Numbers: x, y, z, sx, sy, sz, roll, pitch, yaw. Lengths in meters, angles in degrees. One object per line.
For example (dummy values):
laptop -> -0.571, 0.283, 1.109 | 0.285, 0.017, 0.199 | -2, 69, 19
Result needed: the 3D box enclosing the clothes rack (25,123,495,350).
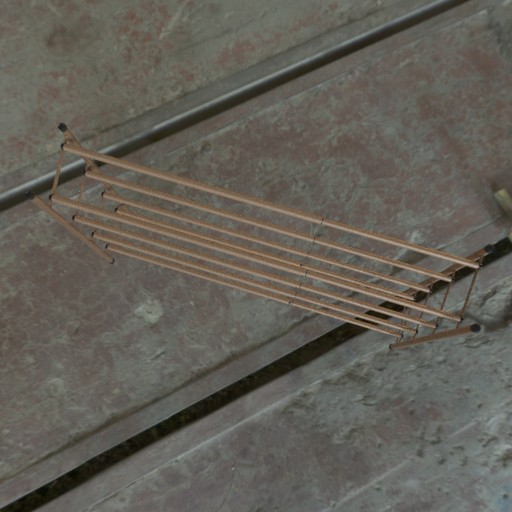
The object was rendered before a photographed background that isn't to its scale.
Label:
clothes rack -> 0.000, 0.000, 1.431 | 1.168, 0.672, 0.229 | 17, 75, 4
